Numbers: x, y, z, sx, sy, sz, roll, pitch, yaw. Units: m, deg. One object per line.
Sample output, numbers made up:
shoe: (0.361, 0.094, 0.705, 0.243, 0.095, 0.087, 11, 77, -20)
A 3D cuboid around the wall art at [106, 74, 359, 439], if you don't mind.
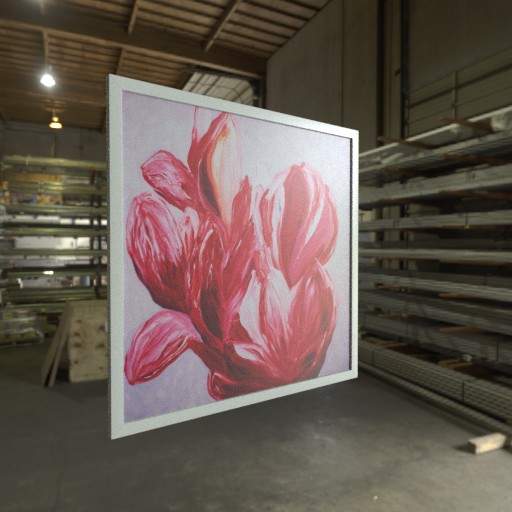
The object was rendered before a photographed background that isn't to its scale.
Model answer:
wall art: (0.000, 0.000, 1.217, 0.805, 0.803, 0.022, -1, 1, -36)
